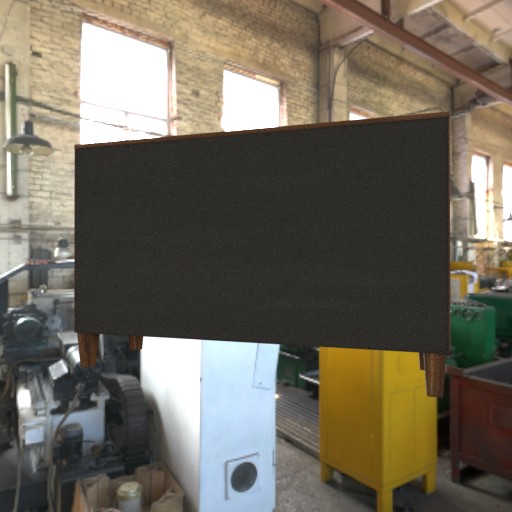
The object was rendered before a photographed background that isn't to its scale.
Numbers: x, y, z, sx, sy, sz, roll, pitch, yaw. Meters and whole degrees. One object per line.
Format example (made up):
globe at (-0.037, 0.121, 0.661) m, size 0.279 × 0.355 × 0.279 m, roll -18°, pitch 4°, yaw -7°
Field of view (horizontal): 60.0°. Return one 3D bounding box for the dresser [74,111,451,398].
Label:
dresser at (0.000, 0.000, 1.779) m, size 1.387 × 0.892 × 0.438 m, roll 0°, pitch 0°, yaw 17°
